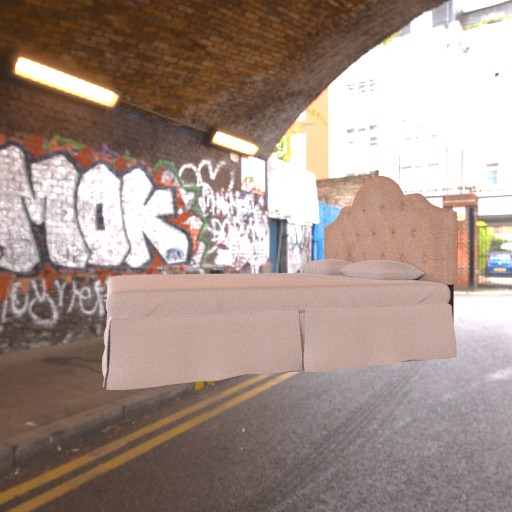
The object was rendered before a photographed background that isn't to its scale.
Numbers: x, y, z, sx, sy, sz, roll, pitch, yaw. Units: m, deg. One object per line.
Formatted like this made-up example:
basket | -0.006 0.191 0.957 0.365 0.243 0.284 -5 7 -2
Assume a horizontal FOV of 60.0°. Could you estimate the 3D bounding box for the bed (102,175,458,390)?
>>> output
bed | 0.000 0.000 3.019 1.970 1.194 1.667 0 0 -18
